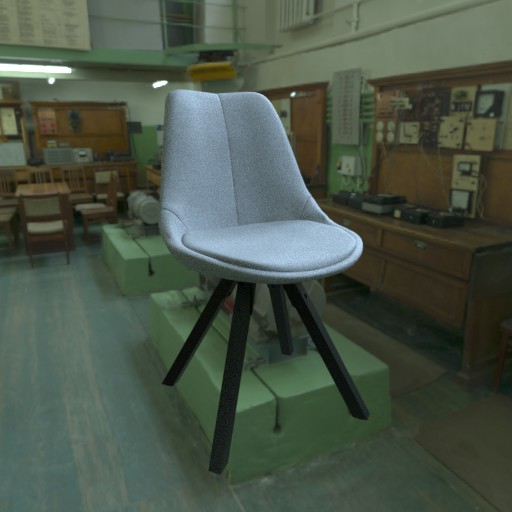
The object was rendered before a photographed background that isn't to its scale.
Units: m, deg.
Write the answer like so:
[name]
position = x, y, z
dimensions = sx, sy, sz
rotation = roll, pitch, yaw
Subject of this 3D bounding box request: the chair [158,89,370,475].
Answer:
[chair]
position = 0.000, 0.000, 1.173
dimensions = 0.485, 0.850, 0.550
rotation = -8, 18, -26
